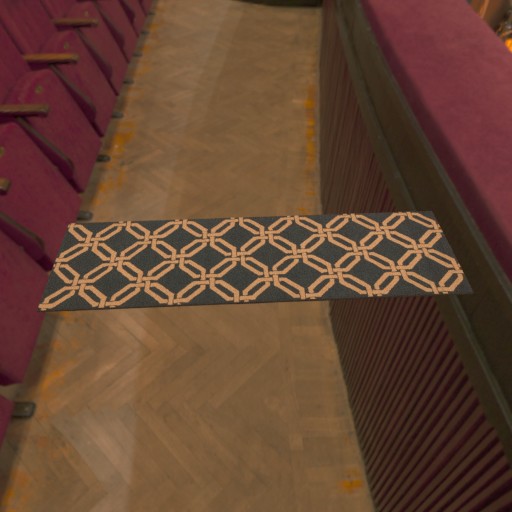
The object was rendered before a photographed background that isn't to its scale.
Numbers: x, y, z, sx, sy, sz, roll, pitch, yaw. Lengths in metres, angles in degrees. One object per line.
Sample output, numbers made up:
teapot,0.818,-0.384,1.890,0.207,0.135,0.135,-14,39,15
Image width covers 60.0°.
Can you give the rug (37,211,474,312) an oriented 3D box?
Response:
rug,0.000,0.000,2.539,2.276,0.014,0.678,-2,46,-2
